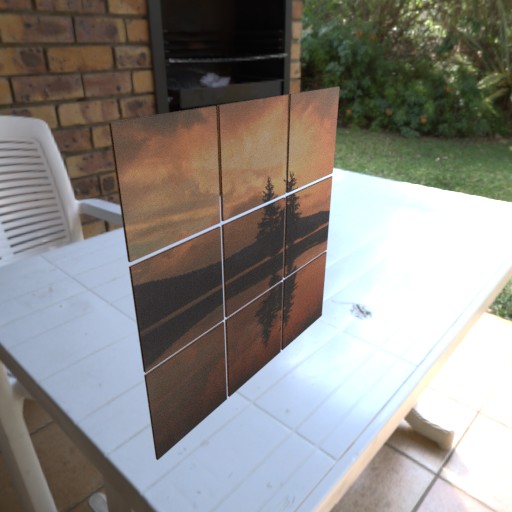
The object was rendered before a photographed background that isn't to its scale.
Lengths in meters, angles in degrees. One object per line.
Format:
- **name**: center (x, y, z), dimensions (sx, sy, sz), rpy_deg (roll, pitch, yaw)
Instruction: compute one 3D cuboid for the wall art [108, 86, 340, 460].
- **wall art**: center (0.000, 0.000, 2.275), dimensions (0.013, 1.525, 1.520), rpy_deg (19, 32, 33)
